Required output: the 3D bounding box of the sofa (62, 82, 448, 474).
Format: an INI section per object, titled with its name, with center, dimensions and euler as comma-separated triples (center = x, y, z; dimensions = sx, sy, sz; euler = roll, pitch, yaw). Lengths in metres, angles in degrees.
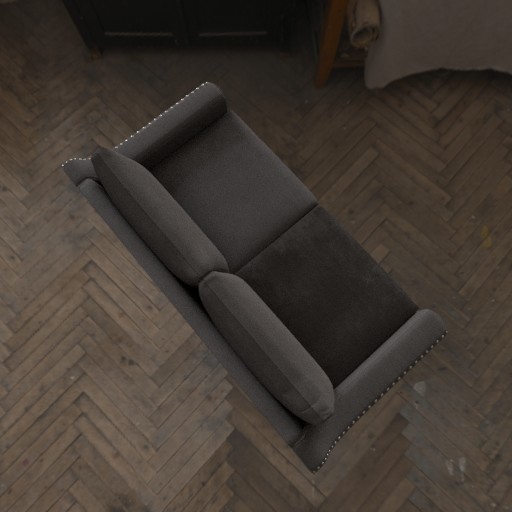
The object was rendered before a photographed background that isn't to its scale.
[sofa]
center = 0.000, 0.000, 3.263
dimensions = 1.336, 1.196, 2.550
euler = -40, 79, -9
